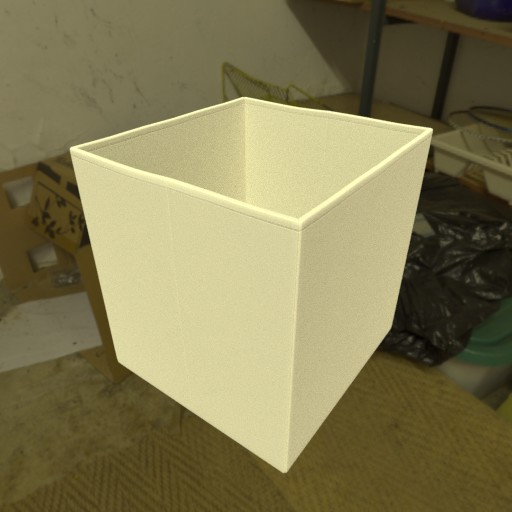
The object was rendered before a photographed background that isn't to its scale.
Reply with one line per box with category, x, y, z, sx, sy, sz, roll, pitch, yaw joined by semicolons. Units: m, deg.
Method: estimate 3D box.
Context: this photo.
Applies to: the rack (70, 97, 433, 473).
rack;0.000;0.000;0.514;0.270;0.280;0.270;21;38;30
